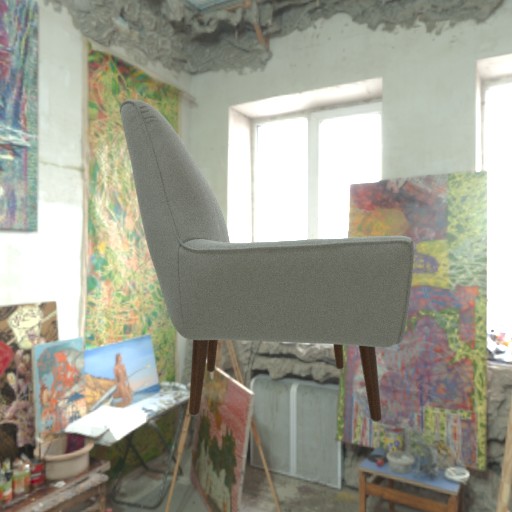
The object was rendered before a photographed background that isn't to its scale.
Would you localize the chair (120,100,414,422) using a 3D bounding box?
[{"bbox_3d":[0.000,0.000,1.459,0.822,0.888,0.787,0,1,0],"label":"chair"}]
